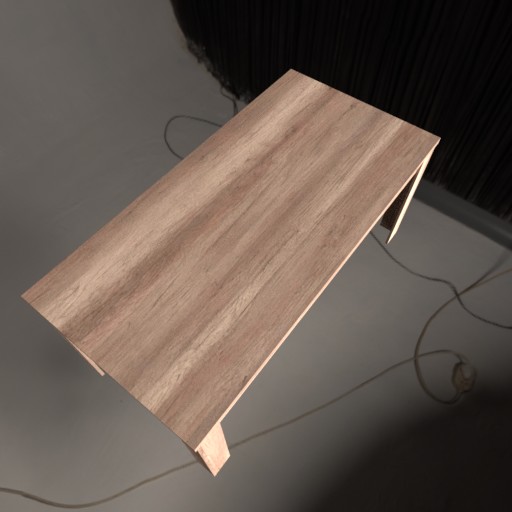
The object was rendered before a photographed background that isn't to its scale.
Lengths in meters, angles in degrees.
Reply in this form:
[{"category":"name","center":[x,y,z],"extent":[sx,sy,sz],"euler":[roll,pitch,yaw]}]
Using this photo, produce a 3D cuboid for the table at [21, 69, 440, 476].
[{"category":"table","center":[0.000,0.000,2.274],"extent":[0.900,0.790,1.800],"euler":[33,63,19]}]
